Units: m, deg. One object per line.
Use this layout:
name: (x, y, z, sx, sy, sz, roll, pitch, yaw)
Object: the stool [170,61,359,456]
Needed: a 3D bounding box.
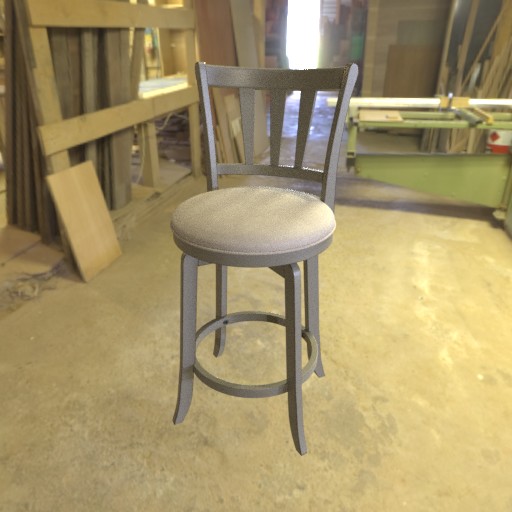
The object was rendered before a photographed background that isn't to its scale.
stool: (0.000, 0.000, 1.254, 0.450, 0.994, 0.486, 7, 26, 15)
